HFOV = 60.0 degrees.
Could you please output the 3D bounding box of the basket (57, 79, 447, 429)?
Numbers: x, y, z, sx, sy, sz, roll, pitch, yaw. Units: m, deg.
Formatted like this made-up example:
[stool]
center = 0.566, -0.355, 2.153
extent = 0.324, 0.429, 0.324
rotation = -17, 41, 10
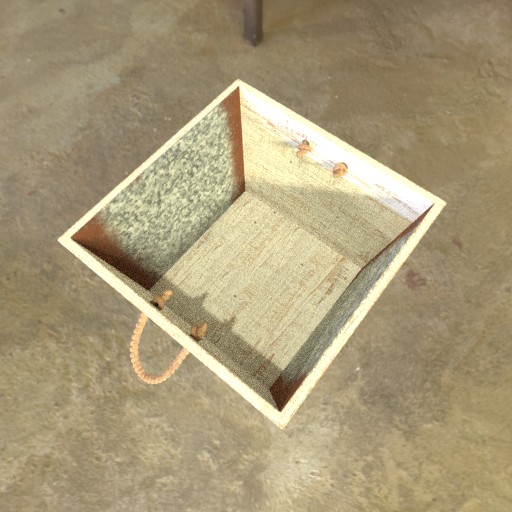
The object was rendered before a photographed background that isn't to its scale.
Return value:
[basket]
center = 0.000, 0.000, 0.770
extent = 0.413, 0.247, 0.545
rotation = 36, 70, 16
